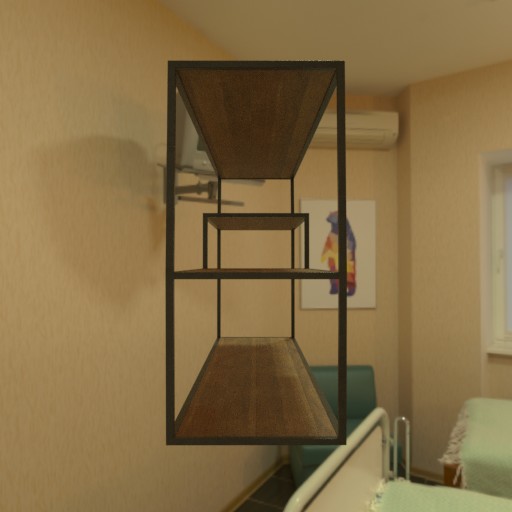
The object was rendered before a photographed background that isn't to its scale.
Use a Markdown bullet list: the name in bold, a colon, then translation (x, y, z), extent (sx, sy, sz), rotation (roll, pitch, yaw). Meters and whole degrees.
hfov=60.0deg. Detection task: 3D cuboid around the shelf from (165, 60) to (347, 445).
- **shelf**: translation (0.000, 0.000, 1.479), extent (0.361, 0.765, 1.201), rotation (0, -1, 0)
